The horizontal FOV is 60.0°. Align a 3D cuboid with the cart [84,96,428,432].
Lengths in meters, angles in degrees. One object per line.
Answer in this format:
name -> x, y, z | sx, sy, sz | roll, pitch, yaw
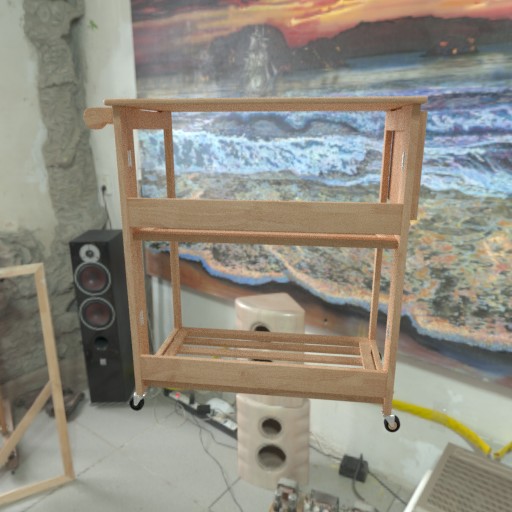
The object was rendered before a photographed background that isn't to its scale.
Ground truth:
cart -> 0.000, 0.000, 1.344 | 0.853, 0.879, 0.432 | 2, 16, 7
